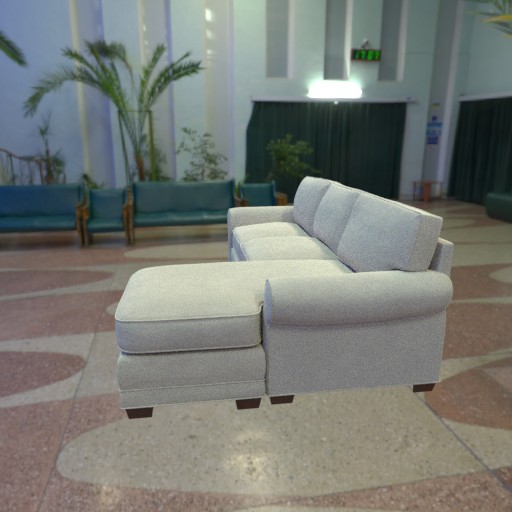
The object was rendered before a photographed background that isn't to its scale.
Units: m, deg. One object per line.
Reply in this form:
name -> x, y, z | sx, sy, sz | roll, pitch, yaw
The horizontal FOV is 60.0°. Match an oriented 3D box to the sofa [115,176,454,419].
sofa -> 0.000, 0.000, 2.352 | 1.226, 0.734, 1.770 | -2, 15, -8
